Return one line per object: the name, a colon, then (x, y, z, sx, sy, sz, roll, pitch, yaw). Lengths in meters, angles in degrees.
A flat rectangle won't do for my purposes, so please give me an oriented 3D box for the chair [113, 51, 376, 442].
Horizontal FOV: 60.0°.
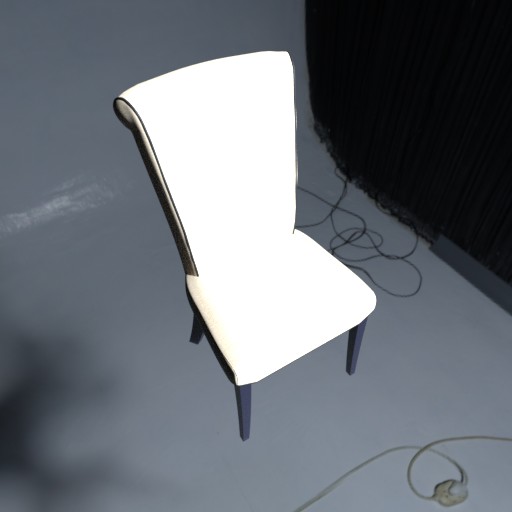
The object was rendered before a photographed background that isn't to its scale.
chair: (0.000, 0.000, 1.386, 0.522, 0.997, 0.623, -24, 52, -21)
